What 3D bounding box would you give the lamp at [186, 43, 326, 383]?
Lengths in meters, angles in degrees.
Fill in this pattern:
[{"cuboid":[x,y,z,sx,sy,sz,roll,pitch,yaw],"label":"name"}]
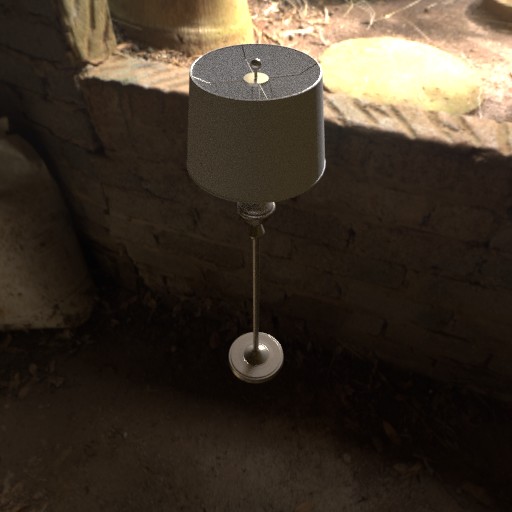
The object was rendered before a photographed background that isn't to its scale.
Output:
[{"cuboid":[0.000,0.000,1.696,0.431,1.488,0.431,0,46,0],"label":"lamp"}]
